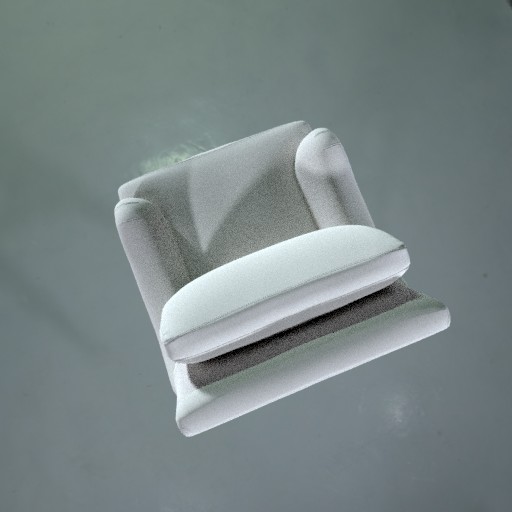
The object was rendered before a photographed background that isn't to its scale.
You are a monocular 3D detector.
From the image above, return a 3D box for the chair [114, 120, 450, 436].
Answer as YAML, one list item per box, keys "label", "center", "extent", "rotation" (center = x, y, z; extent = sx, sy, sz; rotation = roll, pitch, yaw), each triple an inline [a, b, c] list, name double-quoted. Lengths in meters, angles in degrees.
- label: "chair"
  center: [0.000, 0.000, 1.867]
  extent: [0.955, 1.038, 1.070]
  rotation: [-21, 77, -5]
